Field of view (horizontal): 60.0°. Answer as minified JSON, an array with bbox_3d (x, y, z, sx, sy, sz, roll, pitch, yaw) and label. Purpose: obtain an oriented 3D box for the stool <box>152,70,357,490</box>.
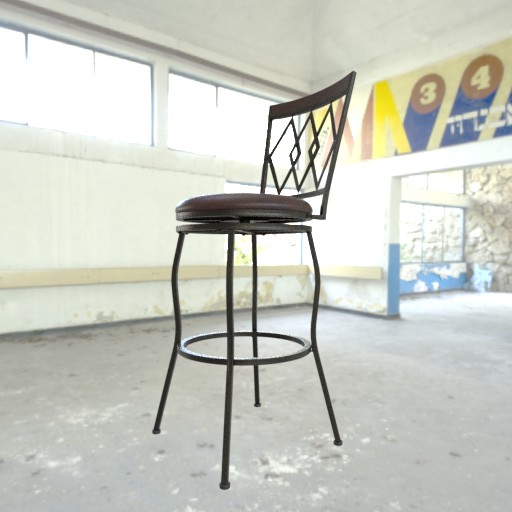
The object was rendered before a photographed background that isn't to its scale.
[{"bbox_3d":[0.000,0.000,1.397,0.521,1.134,0.432,-1,1,-37],"label":"stool"}]
